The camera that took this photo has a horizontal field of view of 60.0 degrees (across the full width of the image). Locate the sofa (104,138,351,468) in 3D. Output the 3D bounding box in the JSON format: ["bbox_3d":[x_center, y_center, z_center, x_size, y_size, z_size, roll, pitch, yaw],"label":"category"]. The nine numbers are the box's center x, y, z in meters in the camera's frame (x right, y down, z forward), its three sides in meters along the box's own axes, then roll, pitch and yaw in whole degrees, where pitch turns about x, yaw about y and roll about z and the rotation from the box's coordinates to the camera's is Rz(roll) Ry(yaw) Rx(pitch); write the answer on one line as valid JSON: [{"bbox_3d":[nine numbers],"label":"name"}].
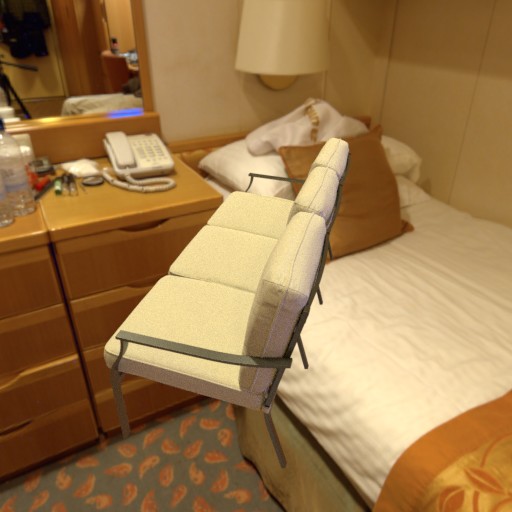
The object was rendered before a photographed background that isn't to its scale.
[{"bbox_3d":[0.000,0.000,2.260,0.787,0.860,1.740,8,31,13],"label":"sofa"}]
